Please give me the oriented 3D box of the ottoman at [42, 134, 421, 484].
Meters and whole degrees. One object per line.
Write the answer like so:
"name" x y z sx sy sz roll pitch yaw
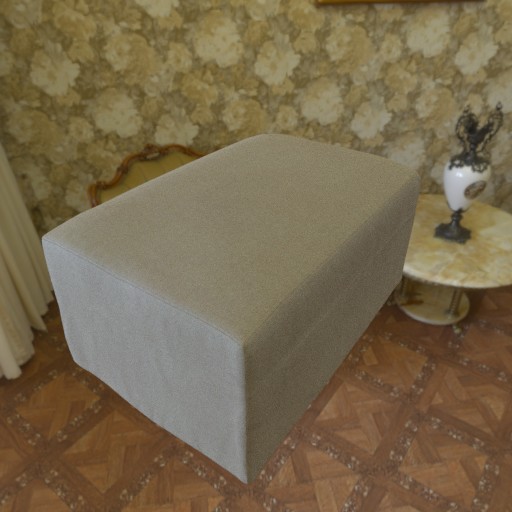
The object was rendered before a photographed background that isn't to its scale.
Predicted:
"ottoman" 0.000 0.000 1.189 0.590 0.444 0.872 21 39 29
